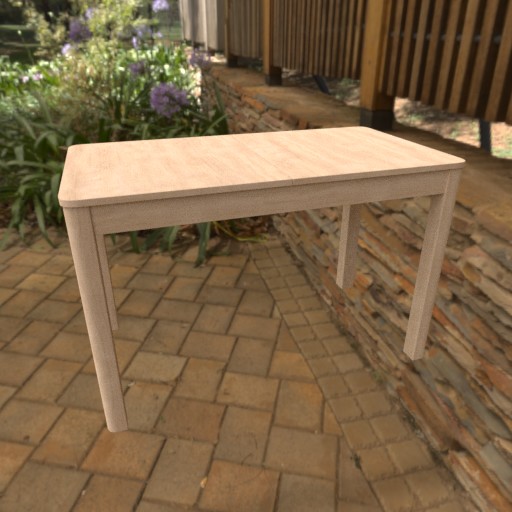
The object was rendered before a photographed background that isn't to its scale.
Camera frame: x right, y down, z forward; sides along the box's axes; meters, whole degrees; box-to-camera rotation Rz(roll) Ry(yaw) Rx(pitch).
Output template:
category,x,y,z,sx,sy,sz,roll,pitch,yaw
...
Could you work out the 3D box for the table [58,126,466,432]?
category,x,y,z,sx,sy,sz,roll,pitch,yaw
table,0.000,0.000,1.931,1.400,0.900,0.750,-8,28,-16
